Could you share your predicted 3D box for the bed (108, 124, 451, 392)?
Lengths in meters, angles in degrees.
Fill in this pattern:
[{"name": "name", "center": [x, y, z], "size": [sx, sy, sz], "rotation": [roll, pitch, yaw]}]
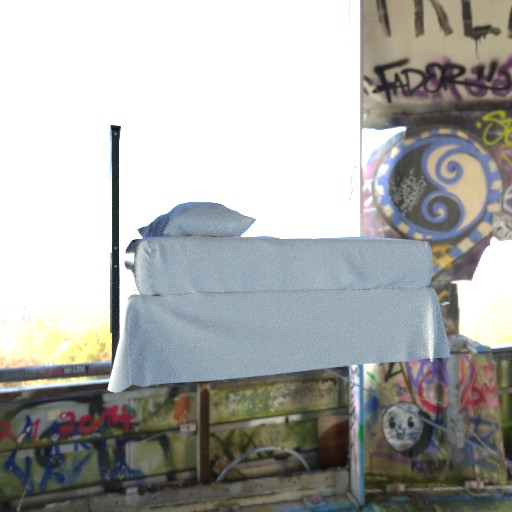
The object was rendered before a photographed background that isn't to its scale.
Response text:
[{"name": "bed", "center": [0.000, 0.000, 3.228], "size": [2.050, 1.270, 1.870], "rotation": [0, 0, -19]}]
